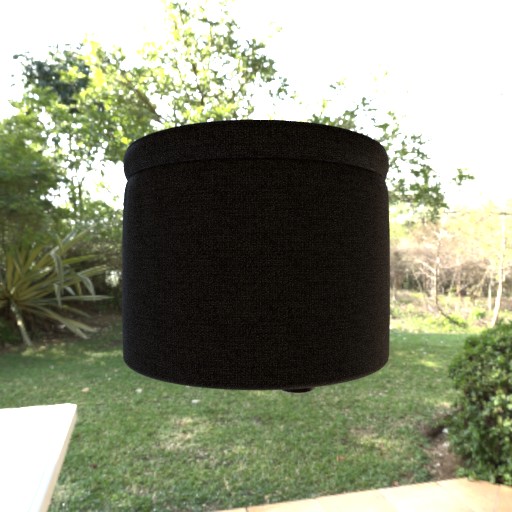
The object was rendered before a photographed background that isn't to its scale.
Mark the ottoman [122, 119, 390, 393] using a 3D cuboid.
[{"bbox_3d":[0.000,0.000,0.899,0.520,0.430,0.520,0,0,0],"label":"ottoman"}]
